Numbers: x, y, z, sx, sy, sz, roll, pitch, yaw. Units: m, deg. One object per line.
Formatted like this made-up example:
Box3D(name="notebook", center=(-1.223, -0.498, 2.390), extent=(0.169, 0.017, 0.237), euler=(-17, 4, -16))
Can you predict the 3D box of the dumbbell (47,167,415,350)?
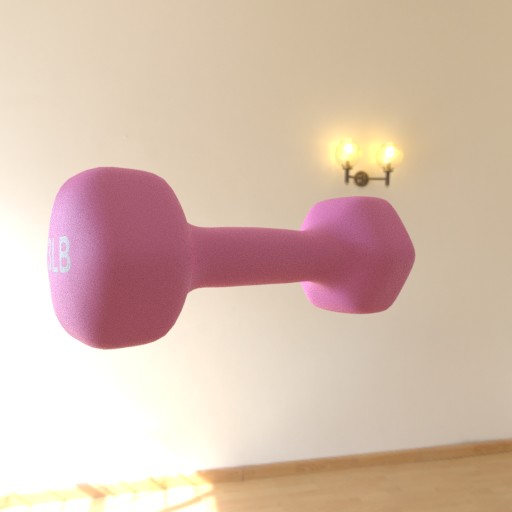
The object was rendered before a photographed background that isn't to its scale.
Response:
Box3D(name="dumbbell", center=(0.000, 0.000, 0.187), extent=(0.159, 0.058, 0.064), euler=(-1, 1, -37))
